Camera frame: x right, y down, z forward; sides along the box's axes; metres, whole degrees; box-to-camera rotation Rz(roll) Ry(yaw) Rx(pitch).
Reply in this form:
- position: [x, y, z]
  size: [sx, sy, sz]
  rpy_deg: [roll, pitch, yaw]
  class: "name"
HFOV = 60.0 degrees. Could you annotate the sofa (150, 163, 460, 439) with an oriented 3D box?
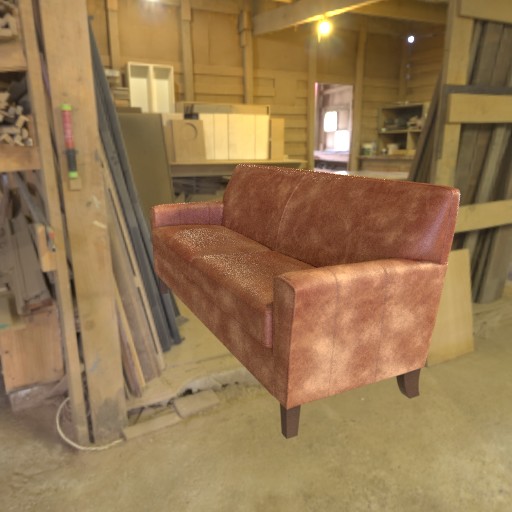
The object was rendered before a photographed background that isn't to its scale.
- position: [0.000, 0.000, 2.572]
  size: [0.805, 0.947, 2.053]
  rpy_deg: [-7, 16, -26]
  class: "sofa"
